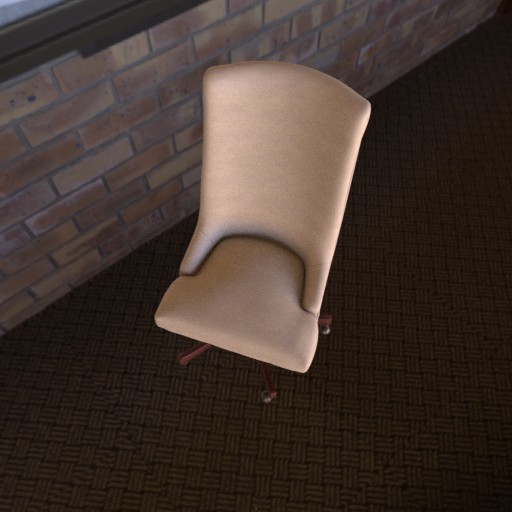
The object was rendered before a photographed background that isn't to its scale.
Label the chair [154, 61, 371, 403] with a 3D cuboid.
[{"bbox_3d":[0.000,0.000,1.480,0.645,1.010,0.696,16,62,9],"label":"chair"}]
